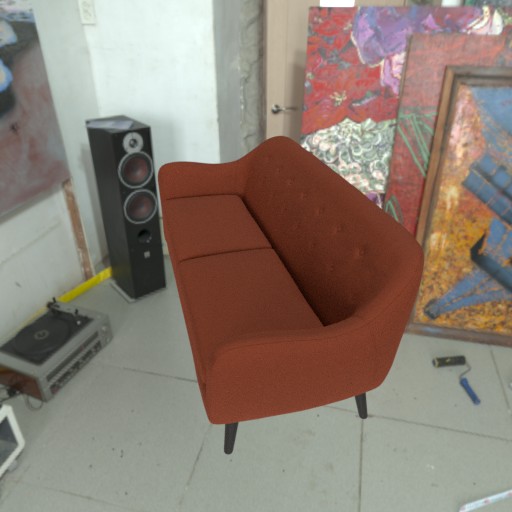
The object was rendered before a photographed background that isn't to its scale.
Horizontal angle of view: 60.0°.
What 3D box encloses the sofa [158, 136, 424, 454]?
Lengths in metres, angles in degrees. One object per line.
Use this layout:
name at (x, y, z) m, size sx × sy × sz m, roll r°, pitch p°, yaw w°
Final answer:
sofa at (0.000, 0.000, 2.254) m, size 0.820 × 0.836 × 1.840 m, roll -8°, pitch 31°, yaw -14°
